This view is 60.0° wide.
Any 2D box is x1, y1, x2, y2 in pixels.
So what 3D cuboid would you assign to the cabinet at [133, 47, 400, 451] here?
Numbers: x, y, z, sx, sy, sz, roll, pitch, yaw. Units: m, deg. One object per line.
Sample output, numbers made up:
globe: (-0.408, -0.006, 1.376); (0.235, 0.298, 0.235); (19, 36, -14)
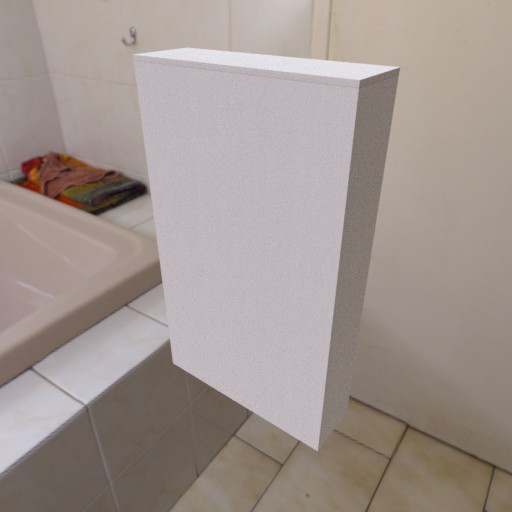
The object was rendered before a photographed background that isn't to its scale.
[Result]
cabinet: (0.000, 0.000, 1.571); (0.750, 1.280, 0.250); (21, 37, 31)
